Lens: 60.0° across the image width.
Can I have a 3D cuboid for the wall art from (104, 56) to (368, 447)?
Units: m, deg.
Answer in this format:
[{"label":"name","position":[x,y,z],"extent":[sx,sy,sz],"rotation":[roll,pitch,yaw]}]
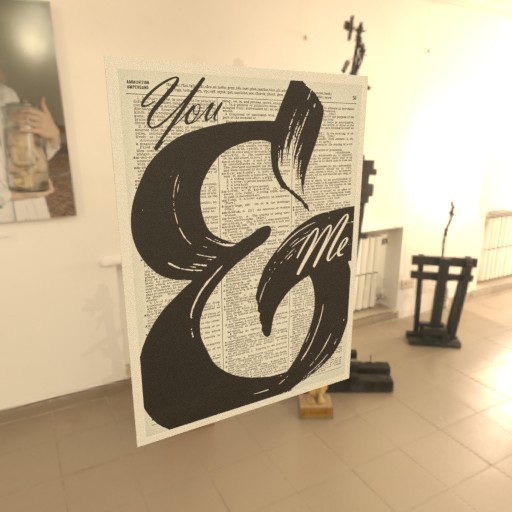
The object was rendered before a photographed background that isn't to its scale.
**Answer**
[{"label":"wall art","position":[0.000,0.000,0.773],"extent":[0.457,0.609,0.003],"rotation":[-8,18,-27]}]
